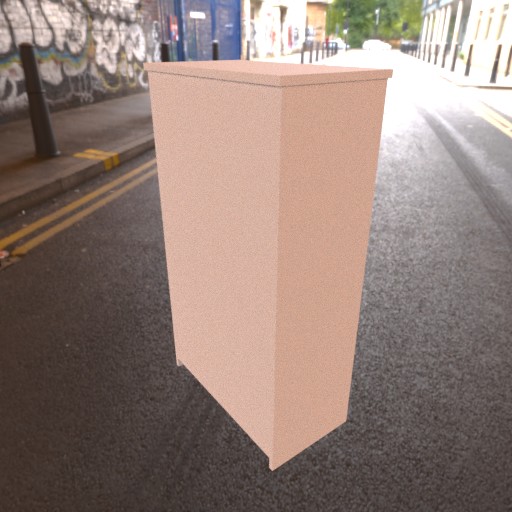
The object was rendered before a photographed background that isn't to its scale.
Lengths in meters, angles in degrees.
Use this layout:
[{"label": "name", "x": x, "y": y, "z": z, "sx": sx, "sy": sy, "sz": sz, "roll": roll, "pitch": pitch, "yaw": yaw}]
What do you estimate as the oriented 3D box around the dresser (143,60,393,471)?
[{"label": "dresser", "x": 0.000, "y": 0.000, "z": 1.588, "sx": 0.399, "sy": 1.255, "sz": 0.704, "roll": -18, "pitch": 32, "yaw": -33}]
